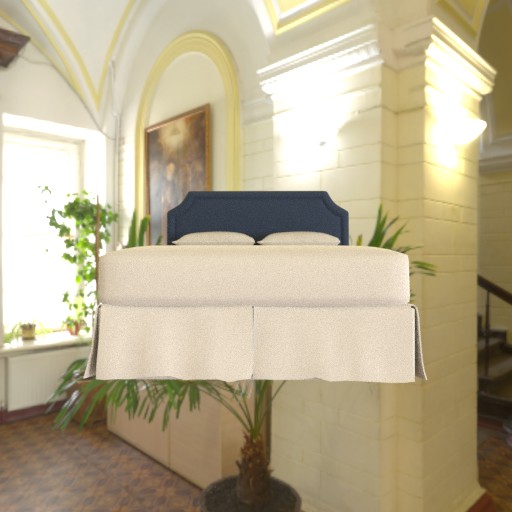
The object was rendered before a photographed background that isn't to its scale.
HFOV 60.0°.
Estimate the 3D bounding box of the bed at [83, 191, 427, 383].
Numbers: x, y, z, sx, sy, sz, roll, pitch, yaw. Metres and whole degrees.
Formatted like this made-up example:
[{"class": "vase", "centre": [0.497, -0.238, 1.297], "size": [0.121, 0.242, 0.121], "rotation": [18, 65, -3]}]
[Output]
[{"class": "bed", "centre": [0.000, 0.000, 3.366], "size": [1.831, 1.297, 2.260], "rotation": [0, 0, 1]}]
